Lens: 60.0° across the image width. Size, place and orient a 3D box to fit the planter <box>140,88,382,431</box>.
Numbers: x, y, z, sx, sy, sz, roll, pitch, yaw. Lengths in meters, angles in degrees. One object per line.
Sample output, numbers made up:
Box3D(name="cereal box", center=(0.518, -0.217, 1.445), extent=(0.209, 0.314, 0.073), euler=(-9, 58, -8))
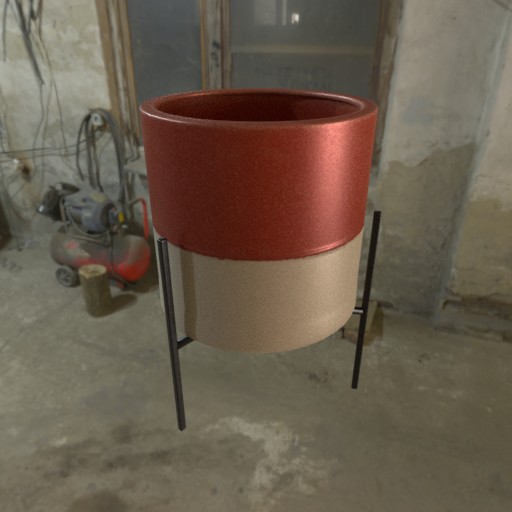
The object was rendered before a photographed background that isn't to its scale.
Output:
Box3D(name="planter", center=(0.000, 0.000, 0.530), extent=(0.235, 0.354, 0.251), euler=(-8, 28, -16))
